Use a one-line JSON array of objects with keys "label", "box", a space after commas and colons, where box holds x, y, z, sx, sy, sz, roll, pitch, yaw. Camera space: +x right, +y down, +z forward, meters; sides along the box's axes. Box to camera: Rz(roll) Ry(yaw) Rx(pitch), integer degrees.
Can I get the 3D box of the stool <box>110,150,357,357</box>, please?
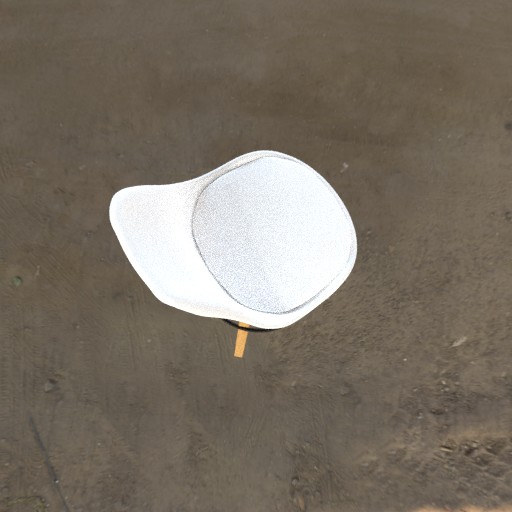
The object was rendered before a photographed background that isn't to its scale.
[{"label": "stool", "box": [0.000, 0.000, 1.374, 0.549, 1.115, 0.482, -33, 78, -8]}]
